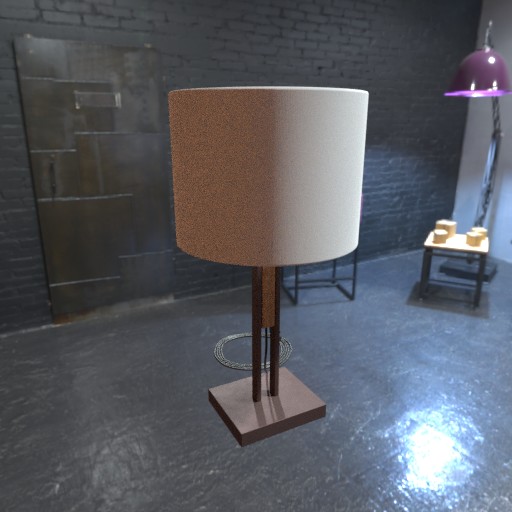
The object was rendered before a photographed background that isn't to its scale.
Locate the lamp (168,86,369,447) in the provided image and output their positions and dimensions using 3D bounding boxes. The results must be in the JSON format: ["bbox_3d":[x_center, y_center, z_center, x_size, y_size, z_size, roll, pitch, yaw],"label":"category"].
[{"bbox_3d":[0.000,0.000,0.982,0.396,0.668,0.525,-9,19,-27],"label":"lamp"}]
